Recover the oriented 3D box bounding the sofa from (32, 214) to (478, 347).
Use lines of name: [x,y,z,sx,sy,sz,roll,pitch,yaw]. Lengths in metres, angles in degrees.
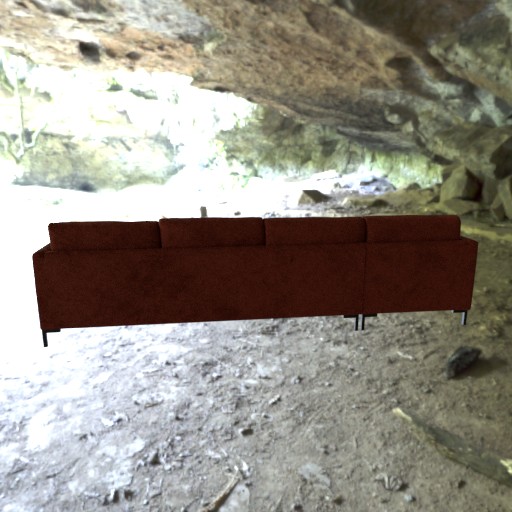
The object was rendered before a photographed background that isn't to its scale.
sofa: [0.000,0.000,2.947,2.467,0.663,1.136,-2,14,-7]
